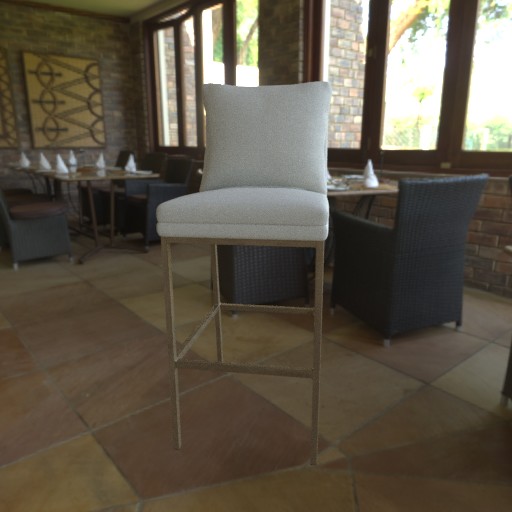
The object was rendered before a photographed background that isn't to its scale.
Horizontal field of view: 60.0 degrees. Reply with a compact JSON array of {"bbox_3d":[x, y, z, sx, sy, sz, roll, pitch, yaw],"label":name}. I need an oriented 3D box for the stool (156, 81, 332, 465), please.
[{"bbox_3d":[0.000,0.000,1.466,0.463,1.125,0.572,2,15,9],"label":"stool"}]
